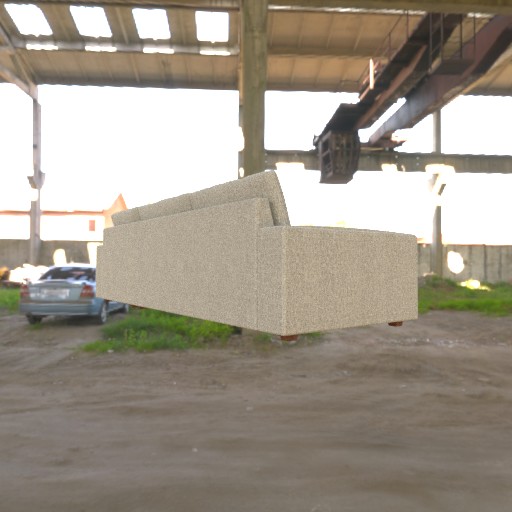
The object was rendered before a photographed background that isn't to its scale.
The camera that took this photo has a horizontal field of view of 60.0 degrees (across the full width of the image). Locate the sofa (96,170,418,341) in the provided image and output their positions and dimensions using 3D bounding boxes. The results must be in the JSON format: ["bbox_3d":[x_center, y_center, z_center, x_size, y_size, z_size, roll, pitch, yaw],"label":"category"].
[{"bbox_3d":[0.000,0.000,3.503,1.689,0.813,2.718,1,-1,-36],"label":"sofa"}]
